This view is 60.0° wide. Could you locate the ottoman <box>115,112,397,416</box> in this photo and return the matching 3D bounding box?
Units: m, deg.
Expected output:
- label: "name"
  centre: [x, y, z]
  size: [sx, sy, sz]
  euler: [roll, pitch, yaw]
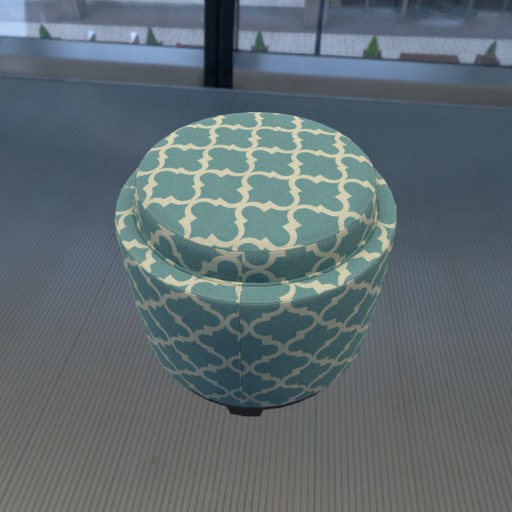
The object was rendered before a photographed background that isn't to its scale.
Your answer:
- label: "ottoman"
  centre: [0.000, 0.000, 0.858]
  size: [0.480, 0.429, 0.480]
  euler: [0, 45, 0]
